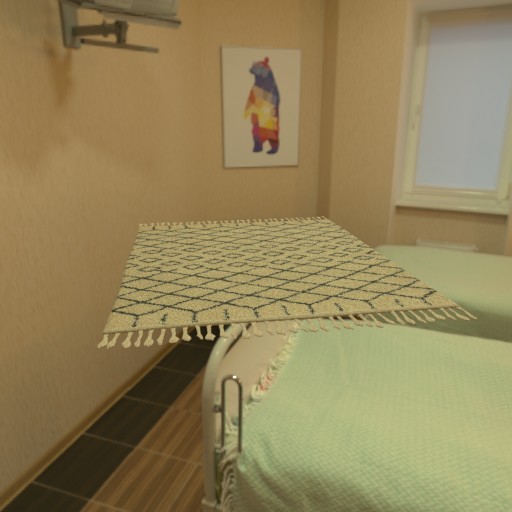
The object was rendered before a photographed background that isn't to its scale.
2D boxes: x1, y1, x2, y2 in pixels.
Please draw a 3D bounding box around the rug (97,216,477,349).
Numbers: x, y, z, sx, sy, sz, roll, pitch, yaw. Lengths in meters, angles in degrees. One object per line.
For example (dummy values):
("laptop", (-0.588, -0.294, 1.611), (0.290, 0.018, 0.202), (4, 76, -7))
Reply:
("rug", (0.000, 0.000, 4.192), (2.388, 0.030, 3.213), (-3, 17, -9))
